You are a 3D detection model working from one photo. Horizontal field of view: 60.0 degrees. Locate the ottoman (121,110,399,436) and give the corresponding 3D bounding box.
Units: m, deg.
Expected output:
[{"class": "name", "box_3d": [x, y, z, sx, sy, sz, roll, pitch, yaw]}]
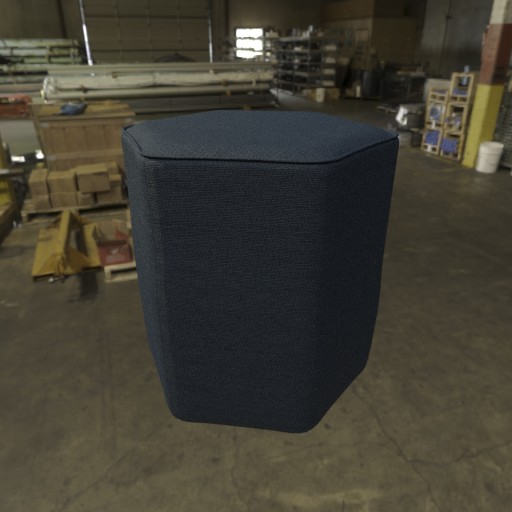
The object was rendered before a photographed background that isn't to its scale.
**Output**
[{"class": "ottoman", "box_3d": [0.000, 0.000, 0.874, 0.454, 0.505, 0.492, -8, 27, -16]}]
